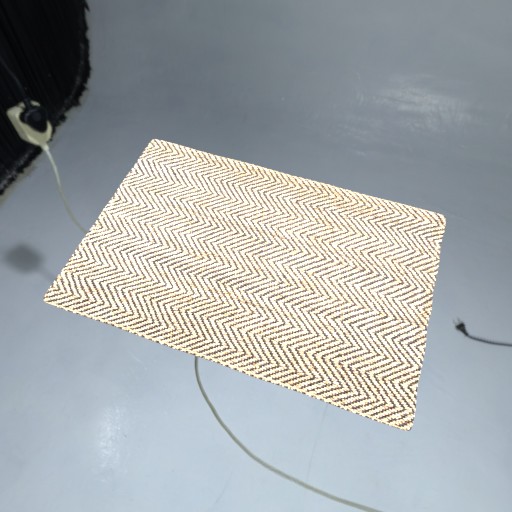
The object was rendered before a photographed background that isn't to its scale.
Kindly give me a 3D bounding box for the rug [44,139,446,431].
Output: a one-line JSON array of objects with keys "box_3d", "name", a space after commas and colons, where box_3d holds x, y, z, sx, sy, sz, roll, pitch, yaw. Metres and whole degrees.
[{"box_3d": [0.000, 0.000, 2.337, 1.828, 0.008, 1.219, 17, 59, 10], "name": "rug"}]
